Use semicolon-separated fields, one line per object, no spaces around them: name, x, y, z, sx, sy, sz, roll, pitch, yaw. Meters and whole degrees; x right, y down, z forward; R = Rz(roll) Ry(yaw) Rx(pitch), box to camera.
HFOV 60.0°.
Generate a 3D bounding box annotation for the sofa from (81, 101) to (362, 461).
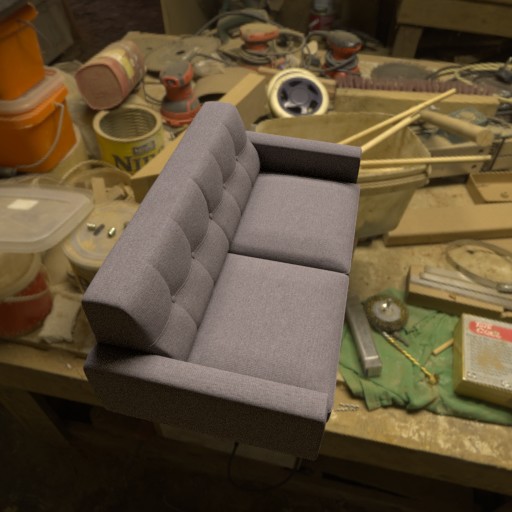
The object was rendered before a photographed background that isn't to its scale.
sofa;0.000;0.000;2.150;0.909;0.841;1.631;10;48;9
